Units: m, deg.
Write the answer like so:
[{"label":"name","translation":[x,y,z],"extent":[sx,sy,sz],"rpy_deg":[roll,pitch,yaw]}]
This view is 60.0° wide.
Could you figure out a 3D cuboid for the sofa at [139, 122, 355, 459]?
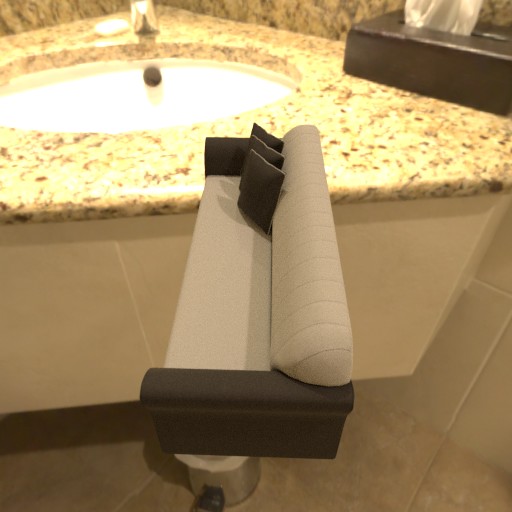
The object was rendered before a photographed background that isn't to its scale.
[{"label":"sofa","translation":[0.000,0.000,2.422],"extent":[0.755,0.787,2.001],"rpy_deg":[1,41,1]}]
